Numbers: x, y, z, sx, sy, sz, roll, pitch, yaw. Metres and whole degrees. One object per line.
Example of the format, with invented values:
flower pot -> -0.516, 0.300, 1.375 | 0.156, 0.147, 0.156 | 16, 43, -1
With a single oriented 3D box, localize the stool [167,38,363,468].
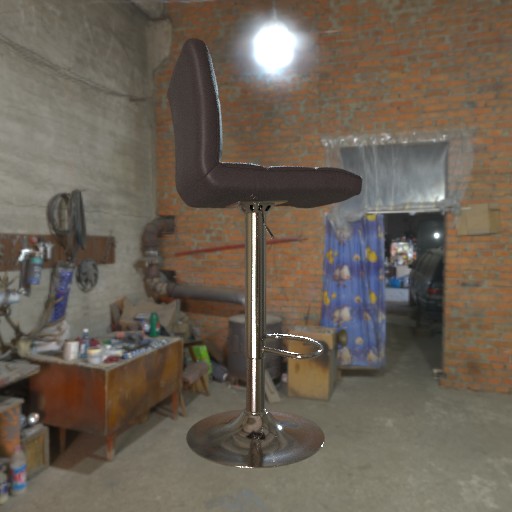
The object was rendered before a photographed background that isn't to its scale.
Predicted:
stool -> 0.000, 0.000, 1.365 | 0.505, 1.115, 0.430 | 0, 1, -18
